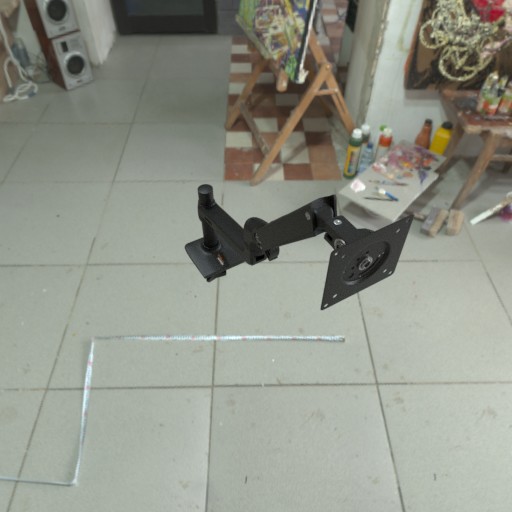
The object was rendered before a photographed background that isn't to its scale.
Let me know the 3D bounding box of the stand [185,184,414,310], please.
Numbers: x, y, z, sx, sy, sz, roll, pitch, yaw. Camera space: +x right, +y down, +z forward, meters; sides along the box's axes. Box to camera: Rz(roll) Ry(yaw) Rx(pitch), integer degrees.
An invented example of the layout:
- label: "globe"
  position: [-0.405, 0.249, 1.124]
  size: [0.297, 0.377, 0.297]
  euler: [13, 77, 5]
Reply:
- label: "stand"
  position: [0.000, 0.000, 1.054]
  size: [0.152, 0.713, 0.650]
  euler: [-23, 52, -20]
